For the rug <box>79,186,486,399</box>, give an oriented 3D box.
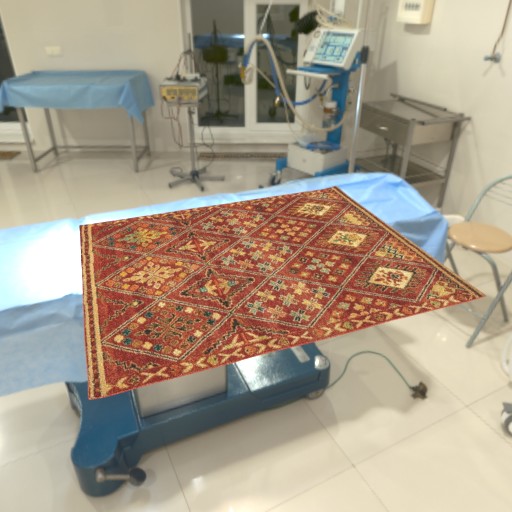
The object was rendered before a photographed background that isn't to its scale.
[{"bbox_3d":[0.000,0.000,4.137,3.086,0.030,2.489,-11,33,-17],"label":"rug"}]
